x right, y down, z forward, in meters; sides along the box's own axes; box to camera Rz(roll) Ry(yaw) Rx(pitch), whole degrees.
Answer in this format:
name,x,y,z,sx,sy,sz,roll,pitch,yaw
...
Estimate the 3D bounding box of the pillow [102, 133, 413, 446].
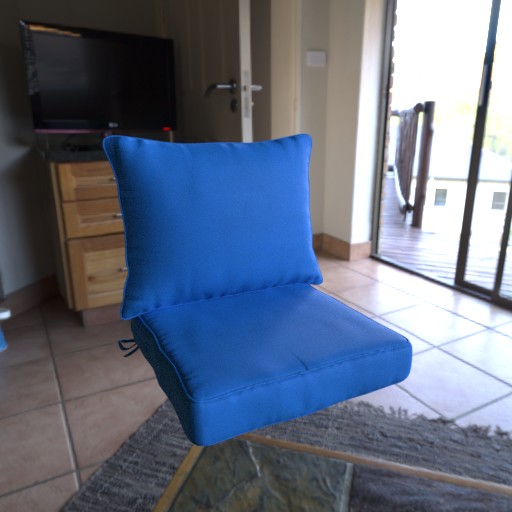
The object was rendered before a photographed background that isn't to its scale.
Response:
name,x,y,z,sx,sy,sz,roll,pitch,yaw
pillow,0.000,0.000,1.378,0.798,0.725,0.733,-8,18,-26
